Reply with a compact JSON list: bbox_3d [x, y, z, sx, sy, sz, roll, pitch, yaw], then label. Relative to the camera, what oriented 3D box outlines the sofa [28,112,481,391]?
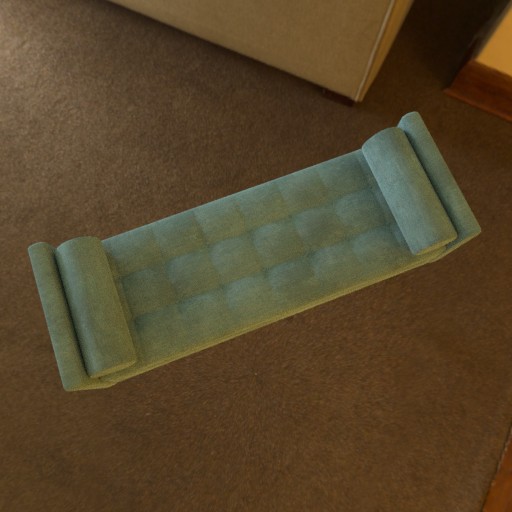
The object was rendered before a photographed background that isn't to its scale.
[{"bbox_3d":[0.000,0.000,2.315,1.981,0.635,0.686,-20,76,-5],"label":"sofa"}]
